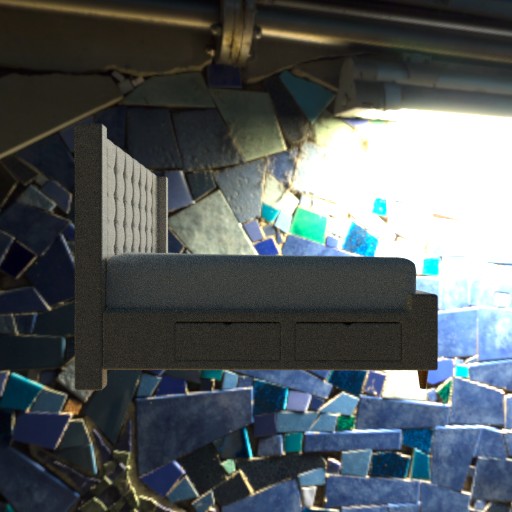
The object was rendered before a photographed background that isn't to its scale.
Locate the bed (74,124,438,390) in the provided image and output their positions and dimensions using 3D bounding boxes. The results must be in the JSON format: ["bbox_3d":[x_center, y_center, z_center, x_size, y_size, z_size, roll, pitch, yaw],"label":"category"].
[{"bbox_3d":[0.000,0.000,3.881,2.372,1.748,2.044,0,0,1],"label":"bed"}]
